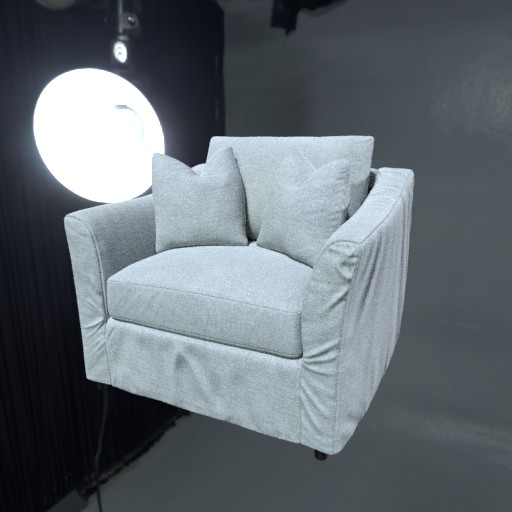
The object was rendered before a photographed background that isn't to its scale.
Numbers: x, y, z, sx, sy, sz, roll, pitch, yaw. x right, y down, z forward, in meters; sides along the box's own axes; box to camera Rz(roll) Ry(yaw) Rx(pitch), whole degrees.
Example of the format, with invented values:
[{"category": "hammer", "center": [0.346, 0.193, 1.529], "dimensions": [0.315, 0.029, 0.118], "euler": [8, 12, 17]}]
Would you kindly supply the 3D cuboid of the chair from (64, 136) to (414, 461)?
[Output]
[{"category": "chair", "center": [0.000, 0.000, 1.991], "dimensions": [1.194, 1.059, 1.071], "euler": [7, 15, 26]}]
